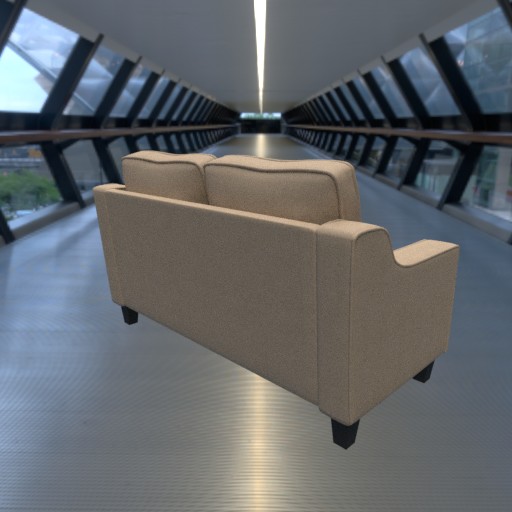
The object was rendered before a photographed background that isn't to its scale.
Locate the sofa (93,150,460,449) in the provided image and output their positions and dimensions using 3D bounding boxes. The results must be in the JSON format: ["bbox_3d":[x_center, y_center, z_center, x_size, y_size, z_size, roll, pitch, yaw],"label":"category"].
[{"bbox_3d":[0.000,0.000,3.432,1.351,1.562,2.587,-15,21,-43],"label":"sofa"}]
